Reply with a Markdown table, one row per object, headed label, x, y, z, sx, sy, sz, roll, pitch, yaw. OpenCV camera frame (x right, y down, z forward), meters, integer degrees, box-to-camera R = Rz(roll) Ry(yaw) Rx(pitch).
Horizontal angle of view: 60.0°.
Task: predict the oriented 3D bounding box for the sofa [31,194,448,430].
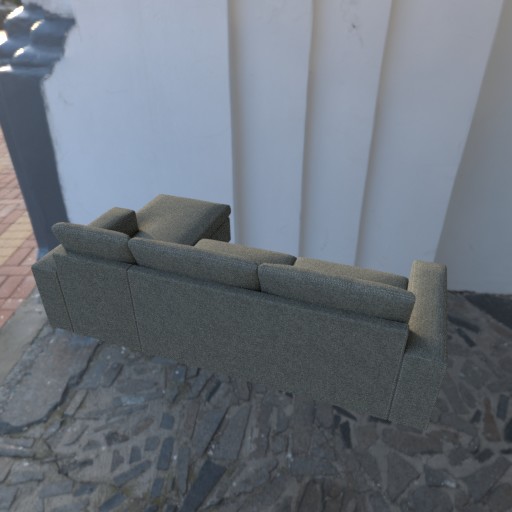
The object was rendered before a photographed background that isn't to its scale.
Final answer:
| label | x | y | z | sx | sy | sz | roll | pitch | yaw |
| --- | --- | --- | --- | --- | --- | --- | --- | --- | --- |
| sofa | 0.000 | 0.000 | 3.413 | 2.718 | 0.940 | 1.689 | 11 | 34 | 16 |
